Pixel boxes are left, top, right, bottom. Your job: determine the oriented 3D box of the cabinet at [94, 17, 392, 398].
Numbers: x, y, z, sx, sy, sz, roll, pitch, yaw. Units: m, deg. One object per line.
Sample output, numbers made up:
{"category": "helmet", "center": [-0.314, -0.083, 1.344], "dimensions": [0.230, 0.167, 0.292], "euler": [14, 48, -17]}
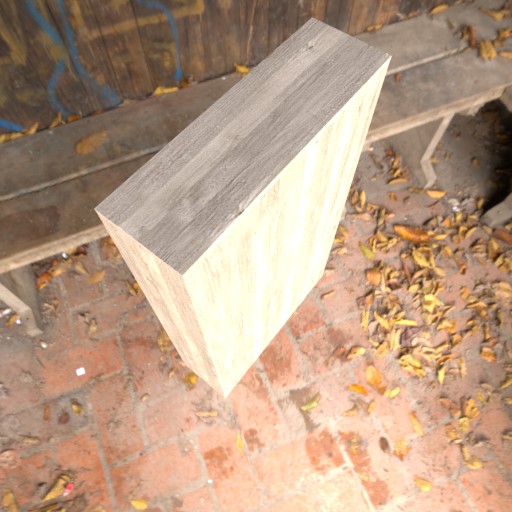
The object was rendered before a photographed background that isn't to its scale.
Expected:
{"category": "cabinet", "center": [0.000, 0.000, 1.546], "dimensions": [0.250, 1.280, 0.750], "euler": [35, 68, 17]}
